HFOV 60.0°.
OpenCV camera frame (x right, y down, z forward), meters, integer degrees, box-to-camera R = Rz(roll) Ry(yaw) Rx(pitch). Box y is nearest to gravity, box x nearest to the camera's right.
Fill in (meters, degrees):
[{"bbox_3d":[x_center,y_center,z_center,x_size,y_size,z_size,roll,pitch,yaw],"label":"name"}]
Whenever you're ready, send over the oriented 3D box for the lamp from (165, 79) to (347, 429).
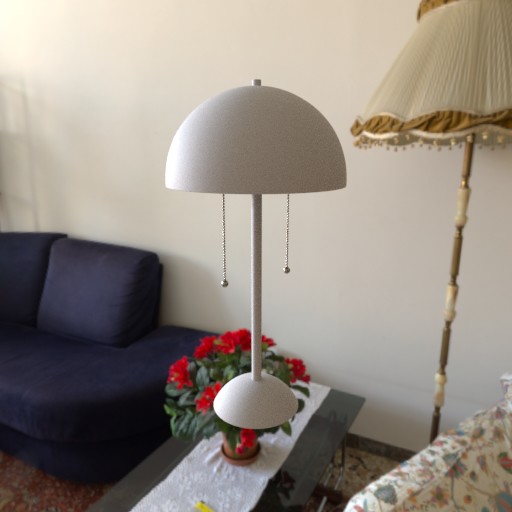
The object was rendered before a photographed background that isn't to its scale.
[{"bbox_3d":[0.000,0.000,0.444,0.171,0.330,0.171,0,14,0],"label":"lamp"}]
